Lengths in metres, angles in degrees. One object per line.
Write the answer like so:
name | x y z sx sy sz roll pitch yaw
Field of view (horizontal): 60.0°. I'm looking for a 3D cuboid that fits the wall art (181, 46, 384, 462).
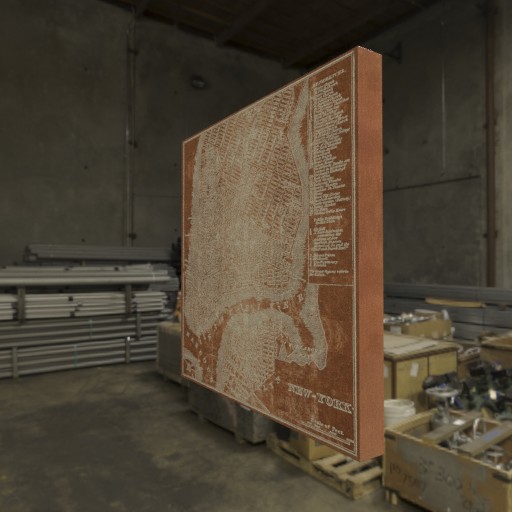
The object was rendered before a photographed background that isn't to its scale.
wall art | 0.000 0.000 0.603 0.035 0.403 0.403 1 -2 -34
